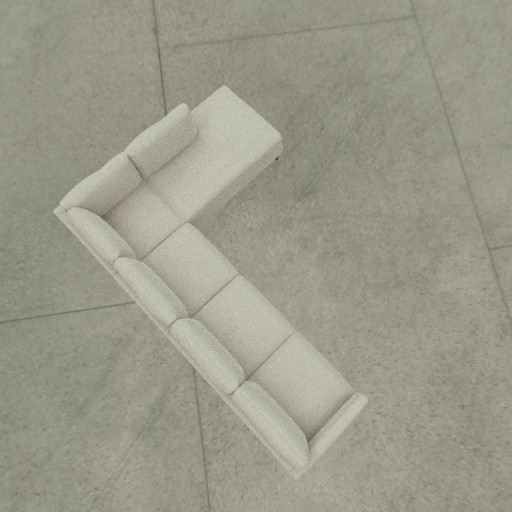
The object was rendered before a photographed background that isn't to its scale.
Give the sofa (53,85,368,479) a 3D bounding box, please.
[{"bbox_3d":[0.000,0.000,3.838,2.007,0.815,2.949,-43,78,-11],"label":"sofa"}]
